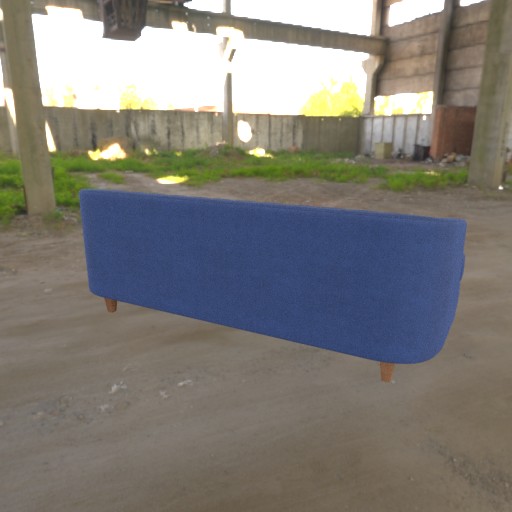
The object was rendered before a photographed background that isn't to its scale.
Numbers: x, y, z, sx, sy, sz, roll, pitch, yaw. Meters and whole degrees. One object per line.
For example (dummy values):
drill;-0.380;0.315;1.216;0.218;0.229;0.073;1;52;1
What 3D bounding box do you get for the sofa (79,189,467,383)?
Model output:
sofa;0.000;0.000;2.660;2.235;0.787;0.914;8;18;27
